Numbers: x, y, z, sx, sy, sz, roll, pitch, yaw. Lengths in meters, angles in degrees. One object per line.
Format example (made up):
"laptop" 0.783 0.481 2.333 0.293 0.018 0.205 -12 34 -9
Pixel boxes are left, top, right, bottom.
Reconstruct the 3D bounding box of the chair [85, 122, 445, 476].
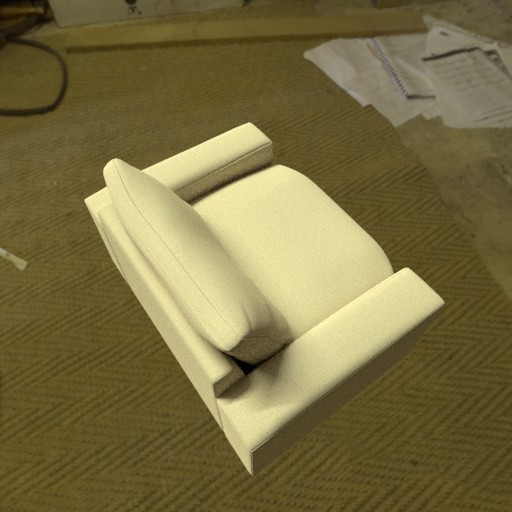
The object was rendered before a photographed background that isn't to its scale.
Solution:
"chair" 0.000 0.000 2.053 1.039 0.915 1.398 -31 61 -19
